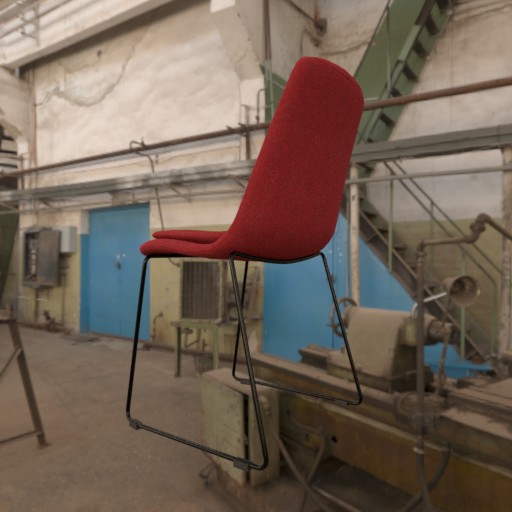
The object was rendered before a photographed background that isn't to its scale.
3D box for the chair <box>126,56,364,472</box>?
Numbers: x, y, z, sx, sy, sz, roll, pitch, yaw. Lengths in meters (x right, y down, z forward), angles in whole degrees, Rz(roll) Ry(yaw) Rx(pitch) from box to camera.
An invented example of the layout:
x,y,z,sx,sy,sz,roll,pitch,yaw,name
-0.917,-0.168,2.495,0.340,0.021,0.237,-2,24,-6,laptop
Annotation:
x,y,z,sx,sy,sz,roll,pitch,yaw,name
0.000,0.000,1.167,0.518,0.858,0.479,0,1,36,chair
